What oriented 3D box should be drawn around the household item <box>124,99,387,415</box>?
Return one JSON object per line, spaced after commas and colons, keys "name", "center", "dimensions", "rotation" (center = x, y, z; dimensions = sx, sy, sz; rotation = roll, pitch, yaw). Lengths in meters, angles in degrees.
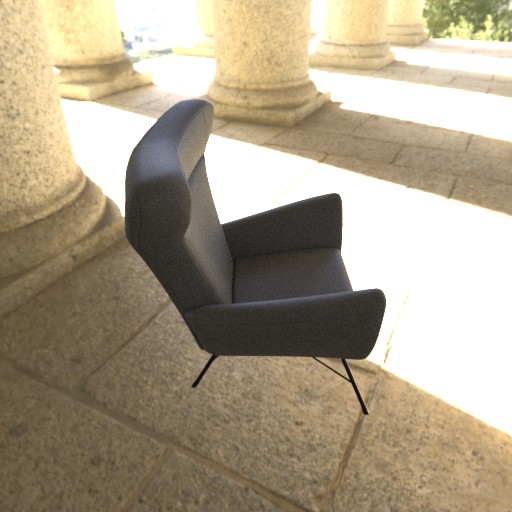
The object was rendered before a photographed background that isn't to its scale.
{"name": "household item", "center": [0.000, 0.000, 1.812], "dimensions": [0.900, 1.050, 0.980], "rotation": [-1, 33, -1]}
